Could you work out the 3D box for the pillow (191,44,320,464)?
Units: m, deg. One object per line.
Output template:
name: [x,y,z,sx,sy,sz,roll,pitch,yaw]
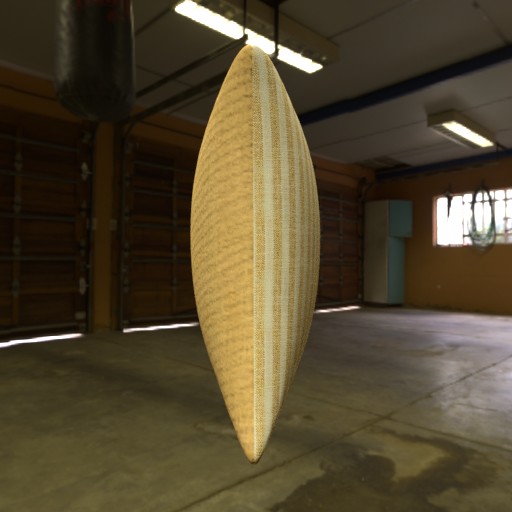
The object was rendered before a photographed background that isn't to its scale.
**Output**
pillow: [0.000,0.000,0.627,0.173,0.407,0.419,0,-1,1]
